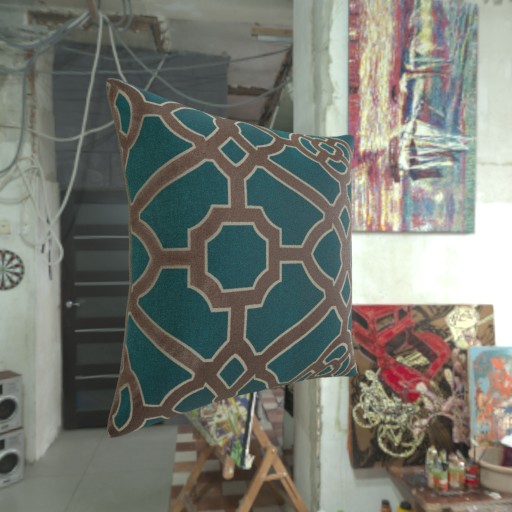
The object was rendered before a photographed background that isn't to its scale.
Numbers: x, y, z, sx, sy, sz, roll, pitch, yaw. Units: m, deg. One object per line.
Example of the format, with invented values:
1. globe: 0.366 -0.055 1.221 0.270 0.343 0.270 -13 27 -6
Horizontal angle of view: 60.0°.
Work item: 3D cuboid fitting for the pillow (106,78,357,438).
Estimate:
1. pillow: 0.000 0.000 0.778 0.526 0.507 0.166 0 1 -37
